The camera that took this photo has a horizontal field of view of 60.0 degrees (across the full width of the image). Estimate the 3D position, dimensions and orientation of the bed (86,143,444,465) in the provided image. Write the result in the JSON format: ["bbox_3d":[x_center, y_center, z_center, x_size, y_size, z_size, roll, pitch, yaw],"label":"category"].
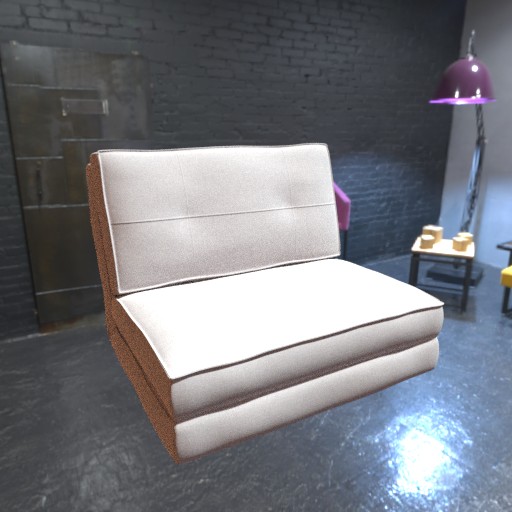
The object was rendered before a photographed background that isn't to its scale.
[{"bbox_3d":[0.000,0.000,1.288,0.799,0.614,0.749,-9,19,-28],"label":"bed"}]
